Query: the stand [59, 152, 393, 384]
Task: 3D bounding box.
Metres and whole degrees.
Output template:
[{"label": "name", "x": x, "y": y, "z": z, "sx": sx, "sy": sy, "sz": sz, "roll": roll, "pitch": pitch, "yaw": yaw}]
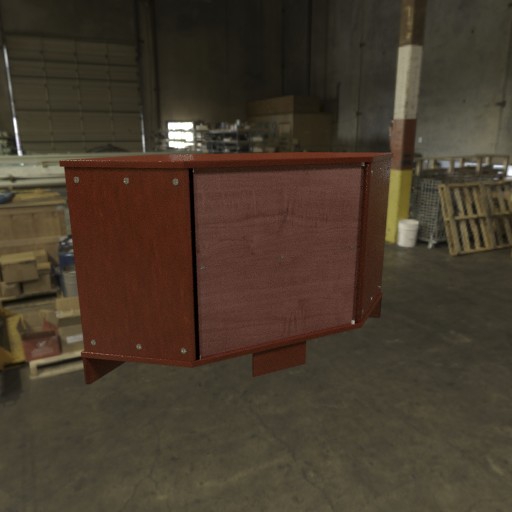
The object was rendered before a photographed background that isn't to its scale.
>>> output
[{"label": "stand", "x": 0.000, "y": 0.000, "z": 1.389, "sx": 1.072, "sy": 0.614, "sz": 0.381, "roll": -7, "pitch": 17, "yaw": -26}]
